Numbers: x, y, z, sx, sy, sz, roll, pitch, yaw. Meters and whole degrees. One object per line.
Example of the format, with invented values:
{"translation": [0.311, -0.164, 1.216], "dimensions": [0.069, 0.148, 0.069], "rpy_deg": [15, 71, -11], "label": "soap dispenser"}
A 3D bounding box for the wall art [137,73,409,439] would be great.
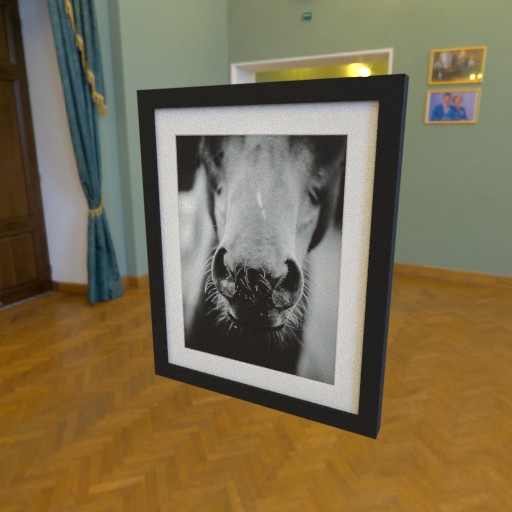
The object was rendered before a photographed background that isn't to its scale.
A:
{"translation": [0.000, 0.000, 0.768], "dimensions": [0.457, 0.559, 0.033], "rpy_deg": [7, 17, 26], "label": "wall art"}
